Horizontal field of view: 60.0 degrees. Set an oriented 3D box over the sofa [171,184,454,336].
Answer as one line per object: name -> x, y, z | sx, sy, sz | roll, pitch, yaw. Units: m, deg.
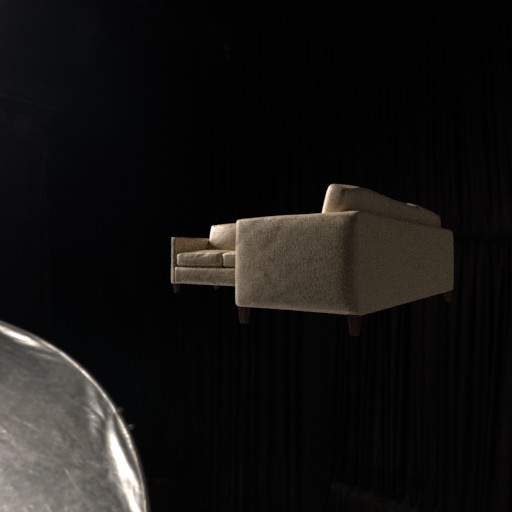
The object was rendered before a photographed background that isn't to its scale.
sofa -> 0.000, 0.000, 4.551 | 3.302, 0.947, 2.593 | 0, 0, 36
